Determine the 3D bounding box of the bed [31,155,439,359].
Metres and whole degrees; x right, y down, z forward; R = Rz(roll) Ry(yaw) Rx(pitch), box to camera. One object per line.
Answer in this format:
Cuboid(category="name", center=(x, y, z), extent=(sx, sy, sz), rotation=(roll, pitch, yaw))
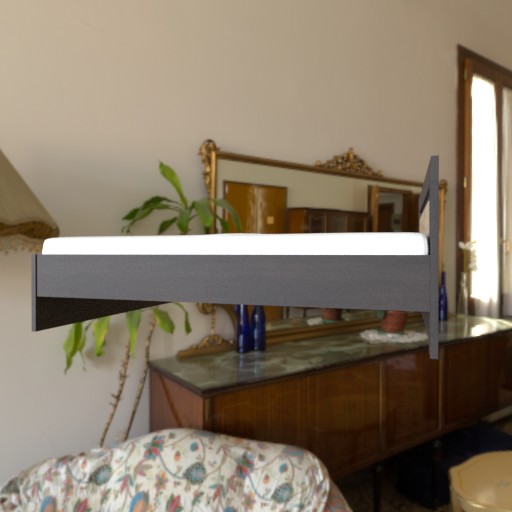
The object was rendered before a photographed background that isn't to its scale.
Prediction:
Cuboid(category="bed", center=(0.000, 0.000, 2.858), extent=(2.073, 0.823, 1.585), rotation=(0, 0, 18))
